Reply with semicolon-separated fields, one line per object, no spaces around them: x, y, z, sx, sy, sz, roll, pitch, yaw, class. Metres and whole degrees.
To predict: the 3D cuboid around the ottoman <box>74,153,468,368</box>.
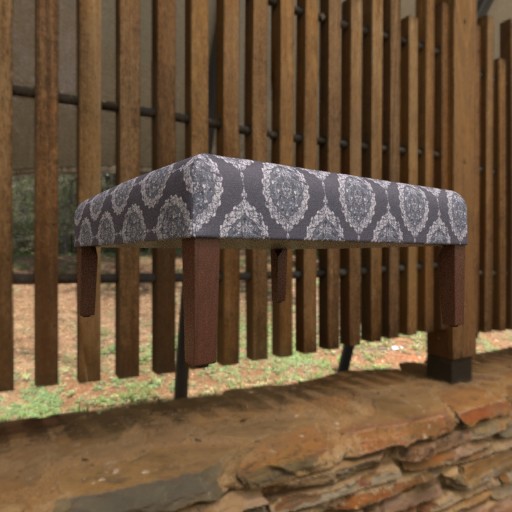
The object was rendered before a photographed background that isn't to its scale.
0.000;0.000;1.389;0.889;0.409;0.890;0;0;-35;ottoman
